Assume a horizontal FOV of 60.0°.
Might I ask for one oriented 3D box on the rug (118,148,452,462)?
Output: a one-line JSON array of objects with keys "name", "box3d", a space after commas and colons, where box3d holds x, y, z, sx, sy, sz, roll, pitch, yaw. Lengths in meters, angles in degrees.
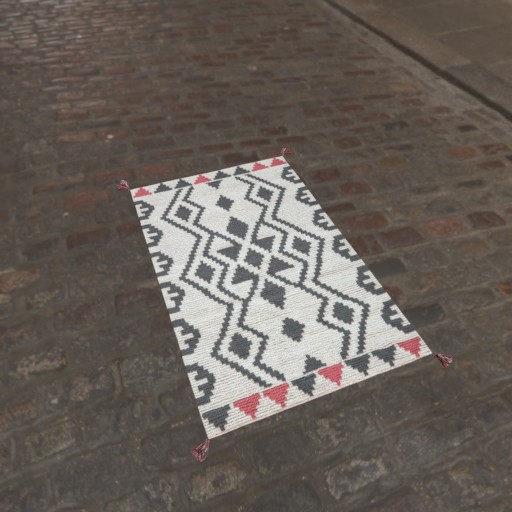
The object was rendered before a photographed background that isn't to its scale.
[{"name": "rug", "box3d": [0.000, 0.000, 3.454, 1.741, 0.066, 2.672, -16, 48, -15]}]
